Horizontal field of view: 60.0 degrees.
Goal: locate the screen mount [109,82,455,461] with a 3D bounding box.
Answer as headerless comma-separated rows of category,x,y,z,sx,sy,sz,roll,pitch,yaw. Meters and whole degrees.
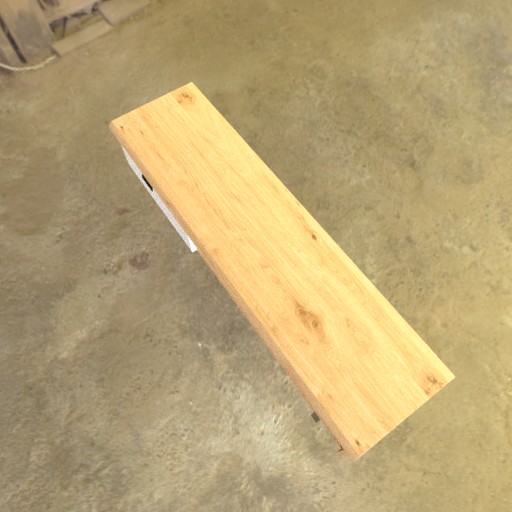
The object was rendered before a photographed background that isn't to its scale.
screen mount,0.000,0.000,1.943,0.450,0.430,1.700,-32,68,-15
